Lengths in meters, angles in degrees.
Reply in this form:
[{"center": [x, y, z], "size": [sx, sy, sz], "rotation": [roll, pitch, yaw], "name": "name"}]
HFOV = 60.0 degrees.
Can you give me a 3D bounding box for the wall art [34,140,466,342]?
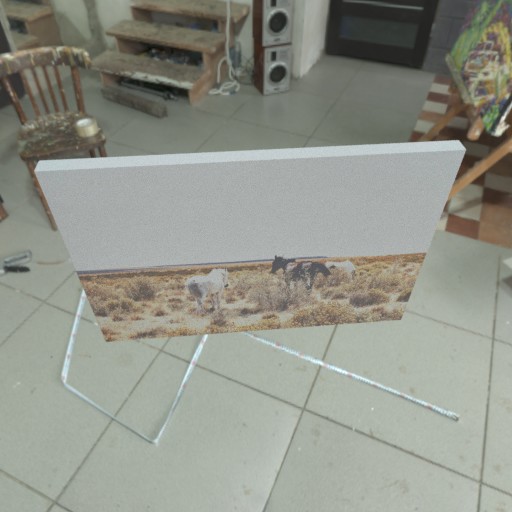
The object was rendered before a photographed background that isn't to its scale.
[{"center": [0.000, 0.000, 1.449], "size": [1.138, 0.761, 0.051], "rotation": [-4, 45, -4], "name": "wall art"}]
